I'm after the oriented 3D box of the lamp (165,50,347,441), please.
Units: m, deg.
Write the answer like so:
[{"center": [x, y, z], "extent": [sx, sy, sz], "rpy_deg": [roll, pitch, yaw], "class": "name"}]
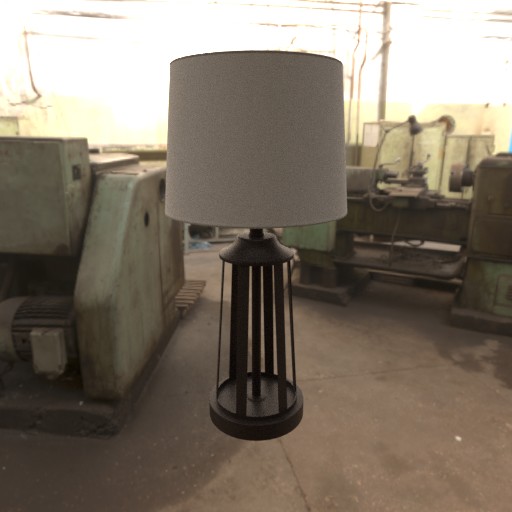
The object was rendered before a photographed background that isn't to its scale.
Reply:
[{"center": [0.000, 0.000, 0.639], "extent": [0.251, 0.509, 0.251], "rpy_deg": [0, 15, 0], "class": "lamp"}]
